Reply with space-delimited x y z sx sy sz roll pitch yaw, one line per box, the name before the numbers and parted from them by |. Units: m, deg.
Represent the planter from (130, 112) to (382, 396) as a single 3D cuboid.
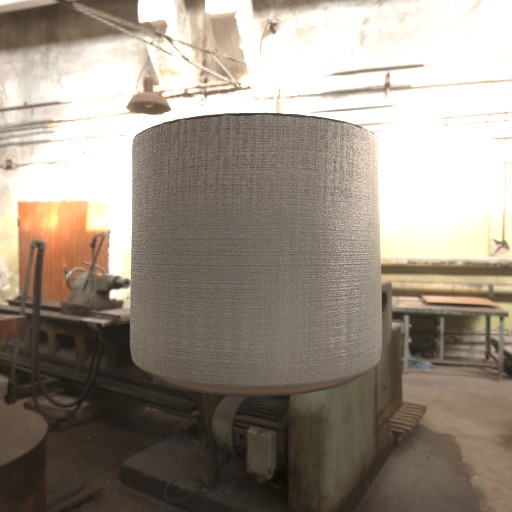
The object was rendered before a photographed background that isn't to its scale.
planter | 0.000 0.000 0.229 0.125 0.112 0.125 0 1 0
